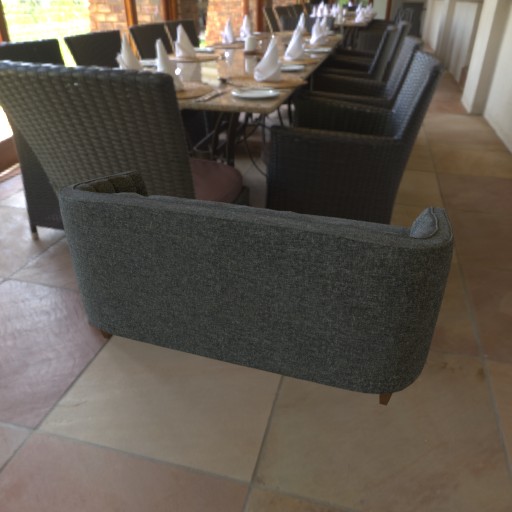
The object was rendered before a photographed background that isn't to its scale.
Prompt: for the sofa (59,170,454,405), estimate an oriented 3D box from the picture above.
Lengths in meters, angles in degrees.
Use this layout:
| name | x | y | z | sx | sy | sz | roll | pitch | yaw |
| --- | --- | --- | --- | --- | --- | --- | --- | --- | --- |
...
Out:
| name | x | y | z | sx | sy | sz | roll | pitch | yaw |
| --- | --- | --- | --- | --- | --- | --- | --- | --- | --- |
| sofa | 0.000 | 0.000 | 2.230 | 1.733 | 0.855 | 0.941 | 9 | 31 | 16 |
